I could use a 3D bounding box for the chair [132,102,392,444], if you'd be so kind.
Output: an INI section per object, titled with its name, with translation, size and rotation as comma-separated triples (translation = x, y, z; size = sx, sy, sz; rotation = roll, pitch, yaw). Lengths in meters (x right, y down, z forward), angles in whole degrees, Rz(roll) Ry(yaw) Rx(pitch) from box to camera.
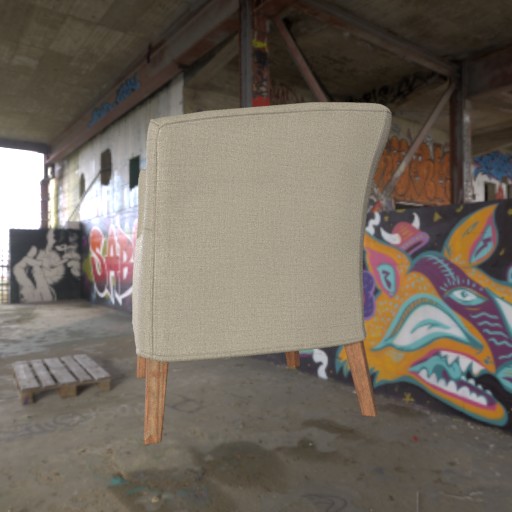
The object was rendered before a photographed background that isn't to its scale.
[chair]
translation = 0.000, 0.000, 1.257
size = 0.668, 0.771, 0.600
rotation = 0, 0, -17
